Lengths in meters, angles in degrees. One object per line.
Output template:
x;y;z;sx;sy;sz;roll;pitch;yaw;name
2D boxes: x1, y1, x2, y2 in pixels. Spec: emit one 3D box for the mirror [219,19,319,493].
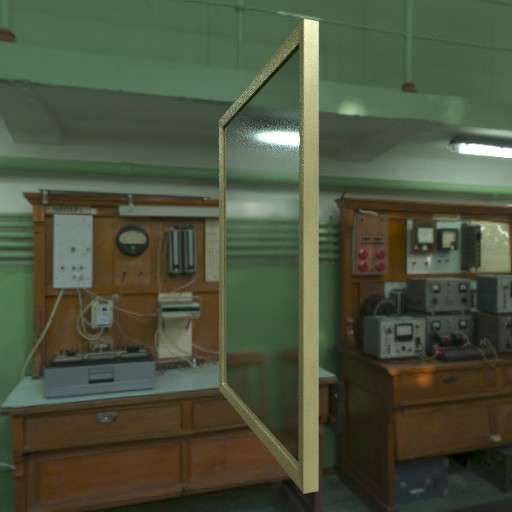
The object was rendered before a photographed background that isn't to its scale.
0.000;0.000;1.315;0.040;1.016;0.762;0;0;-18;mirror
